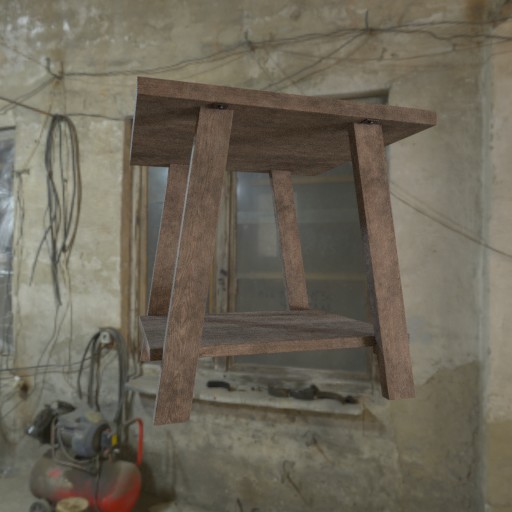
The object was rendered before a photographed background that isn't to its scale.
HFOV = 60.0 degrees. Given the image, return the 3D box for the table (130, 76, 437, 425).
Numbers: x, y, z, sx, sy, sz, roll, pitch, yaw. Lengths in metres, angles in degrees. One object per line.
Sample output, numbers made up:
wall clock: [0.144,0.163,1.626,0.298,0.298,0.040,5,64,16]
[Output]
table: [0.000,0.000,1.134,0.610,0.610,0.610,0,0,-17]
